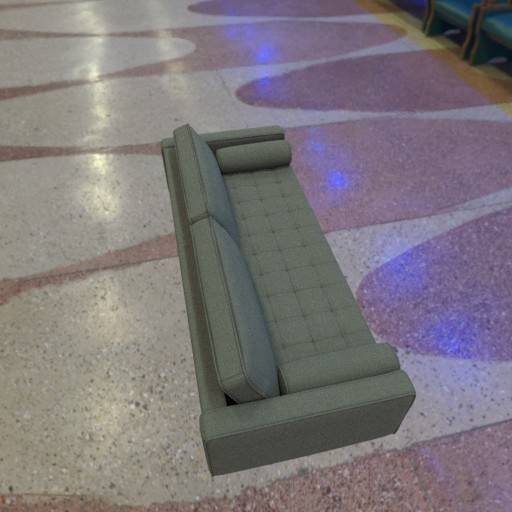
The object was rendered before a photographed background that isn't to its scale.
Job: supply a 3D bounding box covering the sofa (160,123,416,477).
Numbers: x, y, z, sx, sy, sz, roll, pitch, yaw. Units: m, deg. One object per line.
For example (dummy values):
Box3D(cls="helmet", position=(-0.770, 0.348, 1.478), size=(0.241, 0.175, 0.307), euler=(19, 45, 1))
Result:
Box3D(cls="sofa", position=(0.000, 0.000, 2.619), size=(0.914, 0.762, 2.198), euler=(-9, 47, -9))
